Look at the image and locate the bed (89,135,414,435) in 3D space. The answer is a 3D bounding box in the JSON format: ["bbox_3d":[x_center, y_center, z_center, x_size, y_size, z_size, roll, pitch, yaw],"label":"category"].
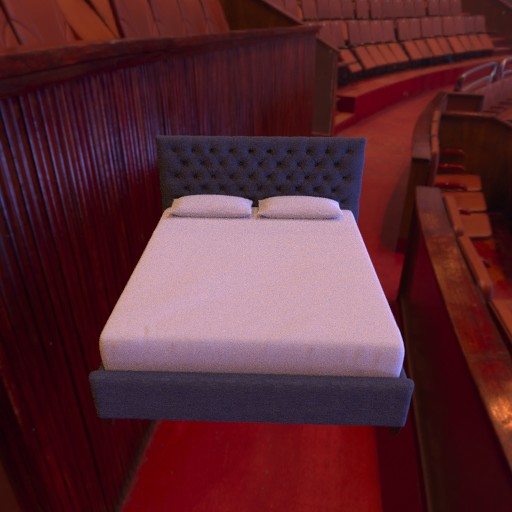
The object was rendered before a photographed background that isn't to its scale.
[{"bbox_3d":[0.000,0.000,3.679,2.078,1.427,2.387,1,29,2],"label":"bed"}]
